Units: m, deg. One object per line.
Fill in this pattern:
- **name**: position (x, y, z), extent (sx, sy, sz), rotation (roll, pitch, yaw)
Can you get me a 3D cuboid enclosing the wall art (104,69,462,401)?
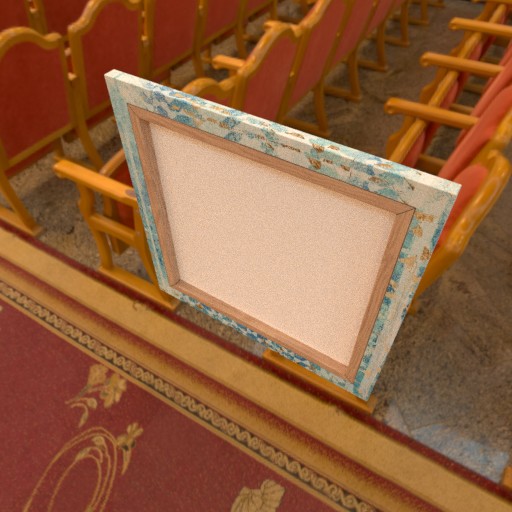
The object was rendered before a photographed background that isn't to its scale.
- **wall art**: position (0.000, 0.000, 1.349), extent (0.916, 0.916, 0.040), rotation (25, 53, 21)
